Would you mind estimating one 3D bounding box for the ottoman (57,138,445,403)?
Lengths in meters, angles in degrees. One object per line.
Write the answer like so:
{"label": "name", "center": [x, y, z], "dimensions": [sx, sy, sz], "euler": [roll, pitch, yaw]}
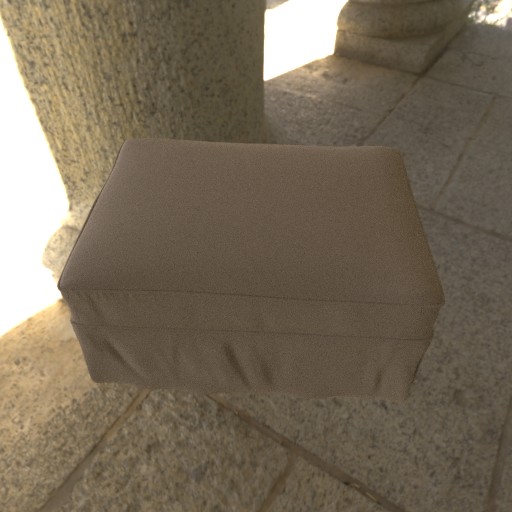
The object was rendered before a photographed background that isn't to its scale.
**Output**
{"label": "ottoman", "center": [0.000, 0.000, 1.355], "dimensions": [0.959, 0.482, 0.721], "euler": [2, 46, 2]}
